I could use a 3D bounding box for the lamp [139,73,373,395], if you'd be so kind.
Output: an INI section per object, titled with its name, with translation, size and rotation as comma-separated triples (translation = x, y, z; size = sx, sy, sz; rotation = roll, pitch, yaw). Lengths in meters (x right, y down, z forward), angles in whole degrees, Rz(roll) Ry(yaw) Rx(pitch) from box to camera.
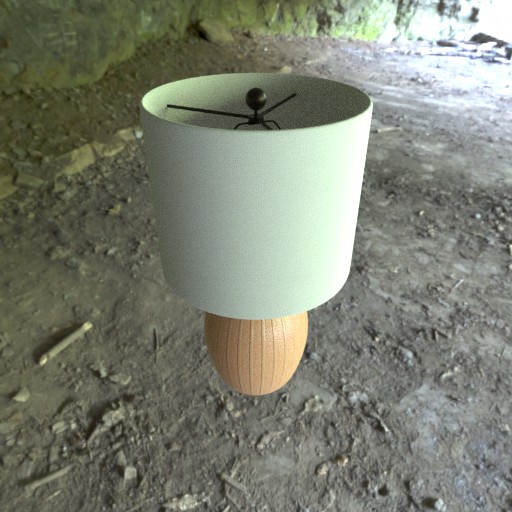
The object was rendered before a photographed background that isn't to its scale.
[lamp]
translation = 0.000, 0.000, 0.785
size = 0.329, 0.570, 0.329
rotation = 0, 33, 0
